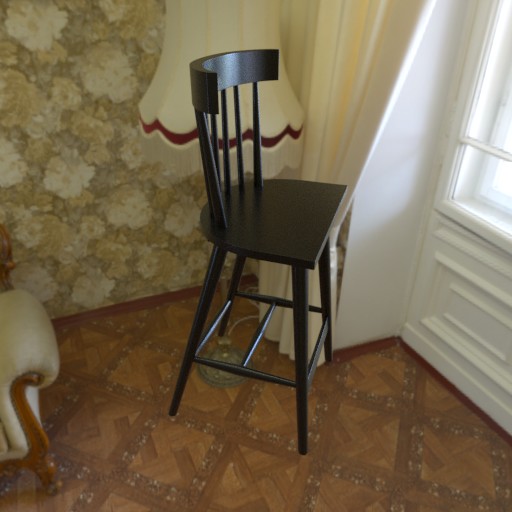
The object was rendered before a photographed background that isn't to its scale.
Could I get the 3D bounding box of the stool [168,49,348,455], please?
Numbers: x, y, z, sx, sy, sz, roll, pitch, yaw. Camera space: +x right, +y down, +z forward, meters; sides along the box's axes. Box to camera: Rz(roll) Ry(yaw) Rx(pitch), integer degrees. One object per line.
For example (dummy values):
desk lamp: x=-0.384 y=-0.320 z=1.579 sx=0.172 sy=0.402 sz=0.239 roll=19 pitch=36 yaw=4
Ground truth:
stool: x=0.000 y=0.000 z=1.335 sx=0.483 sy=1.092 sz=0.482 roll=10 pitch=32 yaw=16
